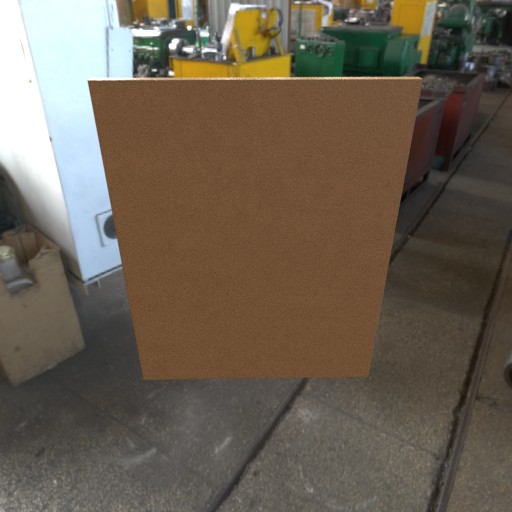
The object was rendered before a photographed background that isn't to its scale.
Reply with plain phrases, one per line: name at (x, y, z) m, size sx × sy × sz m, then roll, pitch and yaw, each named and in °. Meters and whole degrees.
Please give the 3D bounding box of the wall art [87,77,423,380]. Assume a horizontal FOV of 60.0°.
wall art at (0.000, 0.000, 1.328) m, size 0.798 × 1.002 × 0.030 m, roll -1°, pitch 31°, yaw -1°
